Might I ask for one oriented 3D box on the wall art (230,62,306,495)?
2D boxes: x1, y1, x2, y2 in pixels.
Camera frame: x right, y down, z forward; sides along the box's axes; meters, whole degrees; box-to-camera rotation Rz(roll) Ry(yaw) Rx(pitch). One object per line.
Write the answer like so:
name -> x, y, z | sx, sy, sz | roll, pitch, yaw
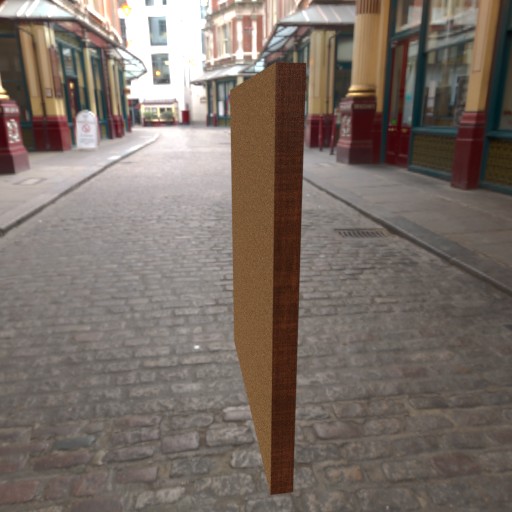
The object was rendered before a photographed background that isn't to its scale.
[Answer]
wall art -> 0.000, 0.000, 0.769 | 0.033, 0.567, 0.467 | -3, 17, -9
